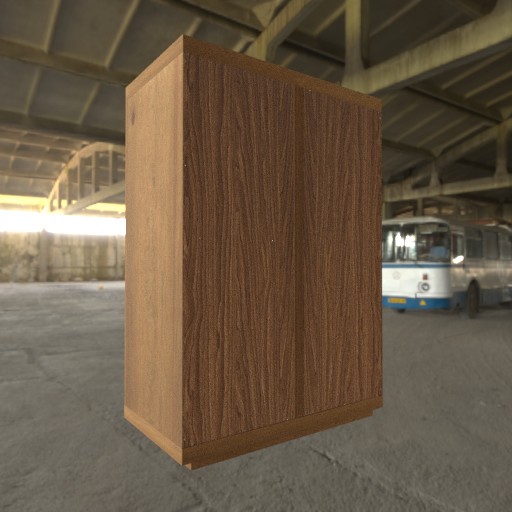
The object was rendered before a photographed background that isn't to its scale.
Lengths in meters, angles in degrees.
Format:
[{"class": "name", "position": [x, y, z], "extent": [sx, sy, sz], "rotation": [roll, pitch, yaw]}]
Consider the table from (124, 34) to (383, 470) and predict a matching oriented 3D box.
[{"class": "table", "position": [0.000, 0.000, 1.770], "extent": [0.901, 1.294, 0.524], "rotation": [1, -1, -35]}]
